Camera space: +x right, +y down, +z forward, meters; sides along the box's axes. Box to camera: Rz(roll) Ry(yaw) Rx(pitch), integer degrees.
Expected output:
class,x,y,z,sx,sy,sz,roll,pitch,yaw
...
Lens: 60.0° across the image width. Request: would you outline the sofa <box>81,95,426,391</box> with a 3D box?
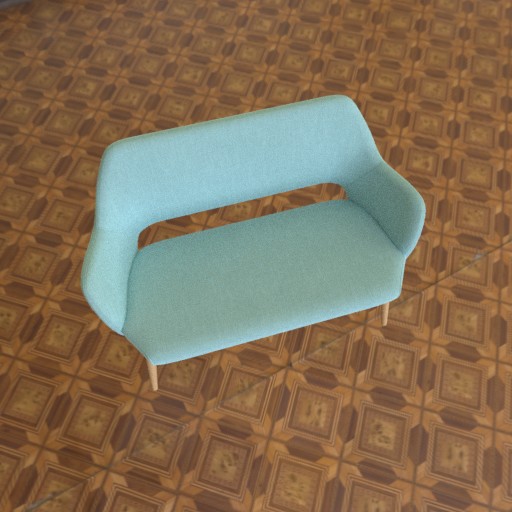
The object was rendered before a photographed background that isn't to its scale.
class,x,y,z,sx,sy,sz,roll,pitch,yaw
sofa,0.000,0.000,1.643,1.150,0.840,0.610,-14,64,-7
